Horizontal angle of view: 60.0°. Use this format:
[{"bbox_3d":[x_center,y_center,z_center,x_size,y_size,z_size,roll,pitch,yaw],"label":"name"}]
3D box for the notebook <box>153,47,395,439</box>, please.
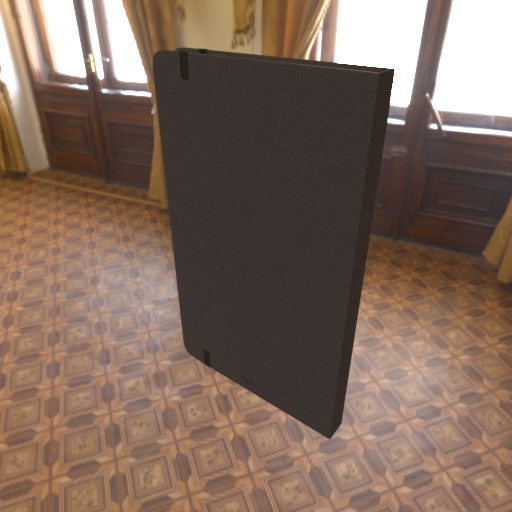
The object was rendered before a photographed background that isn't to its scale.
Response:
[{"bbox_3d":[0.000,0.000,0.257,0.127,0.213,0.016,22,37,31],"label":"notebook"}]
